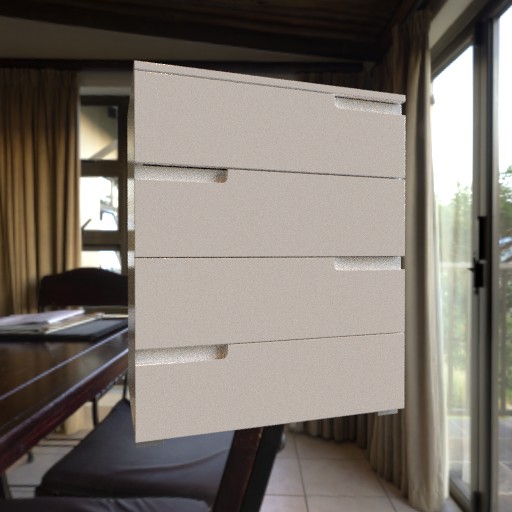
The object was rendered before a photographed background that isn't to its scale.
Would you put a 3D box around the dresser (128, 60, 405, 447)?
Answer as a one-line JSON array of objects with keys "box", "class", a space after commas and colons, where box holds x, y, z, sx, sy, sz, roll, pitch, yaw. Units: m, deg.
[{"box": [0.000, 0.000, 1.194, 0.650, 0.800, 0.400, 0, 1, -18], "class": "dresser"}]
